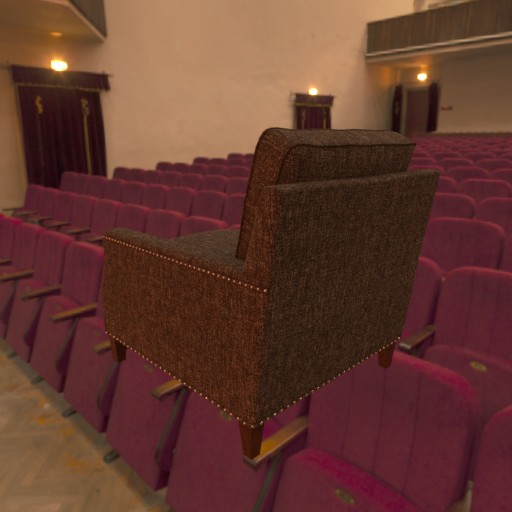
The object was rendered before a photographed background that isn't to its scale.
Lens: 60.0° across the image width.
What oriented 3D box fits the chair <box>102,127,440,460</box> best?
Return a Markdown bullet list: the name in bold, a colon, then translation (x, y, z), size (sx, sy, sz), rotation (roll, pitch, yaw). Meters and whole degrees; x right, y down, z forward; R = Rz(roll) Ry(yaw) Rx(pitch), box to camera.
- **chair**: translation (0.000, 0.000, 1.718), size (0.853, 0.943, 1.014), rotation (-14, 20, -42)
